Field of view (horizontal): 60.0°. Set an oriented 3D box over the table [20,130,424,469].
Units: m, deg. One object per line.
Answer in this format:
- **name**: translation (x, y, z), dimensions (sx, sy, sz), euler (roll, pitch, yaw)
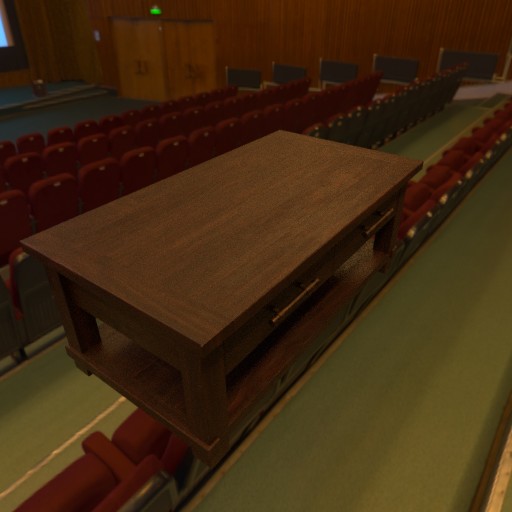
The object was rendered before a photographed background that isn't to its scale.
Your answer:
- **table**: translation (0.000, 0.000, 1.604), dimensions (0.700, 0.494, 1.270), euler (22, 39, 30)
